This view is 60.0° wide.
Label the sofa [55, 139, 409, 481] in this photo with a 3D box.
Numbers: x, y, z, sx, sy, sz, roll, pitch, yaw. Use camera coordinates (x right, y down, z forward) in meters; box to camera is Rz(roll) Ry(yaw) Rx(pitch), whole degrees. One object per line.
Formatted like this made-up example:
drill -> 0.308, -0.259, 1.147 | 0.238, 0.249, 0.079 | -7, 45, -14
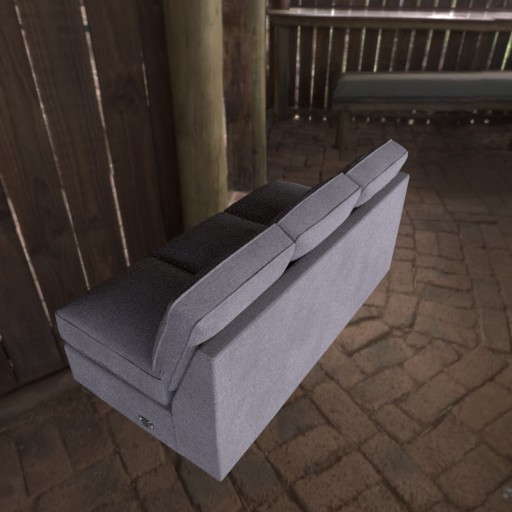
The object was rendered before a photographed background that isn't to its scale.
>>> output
sofa -> 0.000, 0.000, 2.510 | 1.027, 0.973, 1.962 | 21, 38, 29
